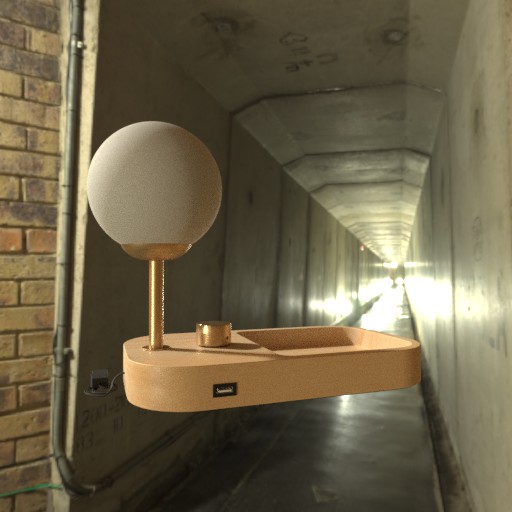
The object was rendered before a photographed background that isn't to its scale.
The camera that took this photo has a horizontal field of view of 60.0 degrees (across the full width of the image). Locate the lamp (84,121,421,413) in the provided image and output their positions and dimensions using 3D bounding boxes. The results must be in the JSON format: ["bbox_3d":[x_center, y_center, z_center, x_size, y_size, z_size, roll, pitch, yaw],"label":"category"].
[{"bbox_3d":[0.000,0.000,0.459,0.331,0.253,0.173,0,-1,-19],"label":"lamp"}]
